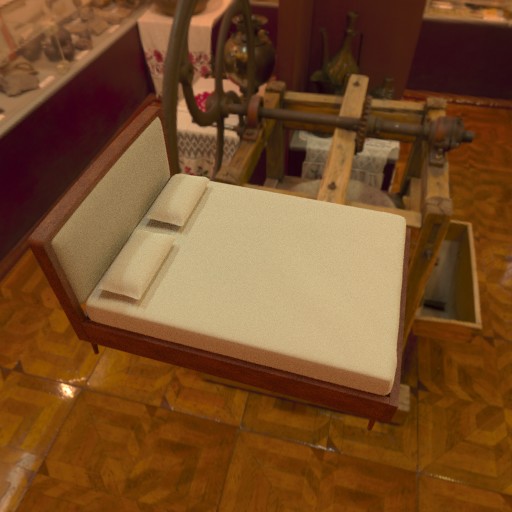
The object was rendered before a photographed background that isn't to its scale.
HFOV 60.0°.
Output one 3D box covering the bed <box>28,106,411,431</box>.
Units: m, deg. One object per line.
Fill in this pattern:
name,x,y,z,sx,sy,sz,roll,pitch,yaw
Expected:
bed,0.000,0.000,3.217,2.196,1.275,1.587,12,48,11
